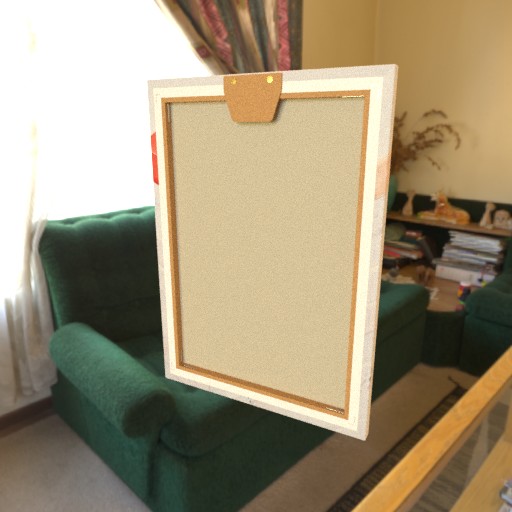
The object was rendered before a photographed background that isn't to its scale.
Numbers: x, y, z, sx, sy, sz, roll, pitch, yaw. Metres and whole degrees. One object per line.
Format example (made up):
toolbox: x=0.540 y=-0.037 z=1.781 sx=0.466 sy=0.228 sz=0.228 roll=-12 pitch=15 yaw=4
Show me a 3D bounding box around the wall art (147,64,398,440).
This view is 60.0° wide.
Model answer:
wall art: x=0.000 y=0.000 z=1.107 sx=0.613 sy=0.848 sz=0.036 roll=8 pitch=18 yaw=27
